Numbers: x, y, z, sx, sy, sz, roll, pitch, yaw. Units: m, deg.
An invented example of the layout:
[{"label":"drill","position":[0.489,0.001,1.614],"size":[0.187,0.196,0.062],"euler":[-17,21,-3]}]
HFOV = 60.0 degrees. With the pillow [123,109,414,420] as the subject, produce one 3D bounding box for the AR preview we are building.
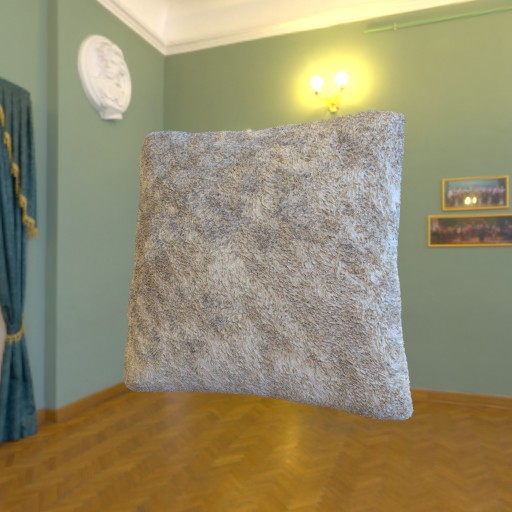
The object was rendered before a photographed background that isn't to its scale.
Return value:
[{"label":"pillow","position":[0.000,0.000,0.793],"size":[0.529,0.515,0.218],"euler":[0,-1,18]}]
